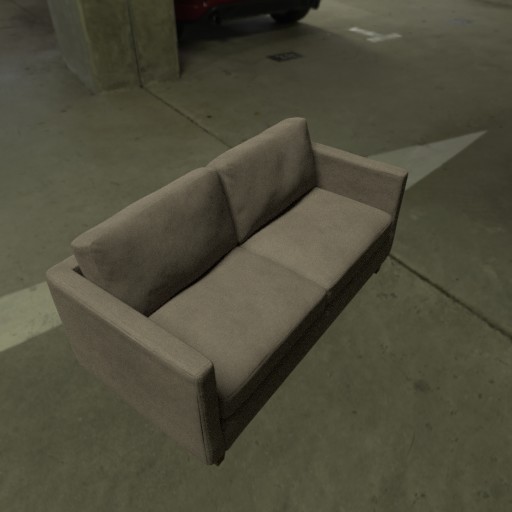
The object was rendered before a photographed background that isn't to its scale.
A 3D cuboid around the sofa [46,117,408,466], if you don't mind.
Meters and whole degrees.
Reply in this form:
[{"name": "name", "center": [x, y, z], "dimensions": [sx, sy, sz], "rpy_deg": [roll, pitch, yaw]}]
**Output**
[{"name": "sofa", "center": [0.000, 0.000, 2.453], "dimensions": [0.950, 0.963, 1.884], "rpy_deg": [25, 45, 28]}]
